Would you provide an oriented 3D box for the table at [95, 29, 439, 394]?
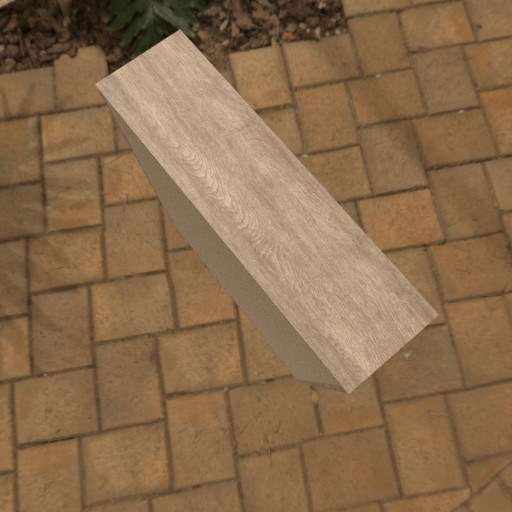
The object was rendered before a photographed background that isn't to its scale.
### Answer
[{"bbox_3d":[0.000,0.000,1.533,0.256,1.135,0.902,-38,78,-9],"label":"table"}]
